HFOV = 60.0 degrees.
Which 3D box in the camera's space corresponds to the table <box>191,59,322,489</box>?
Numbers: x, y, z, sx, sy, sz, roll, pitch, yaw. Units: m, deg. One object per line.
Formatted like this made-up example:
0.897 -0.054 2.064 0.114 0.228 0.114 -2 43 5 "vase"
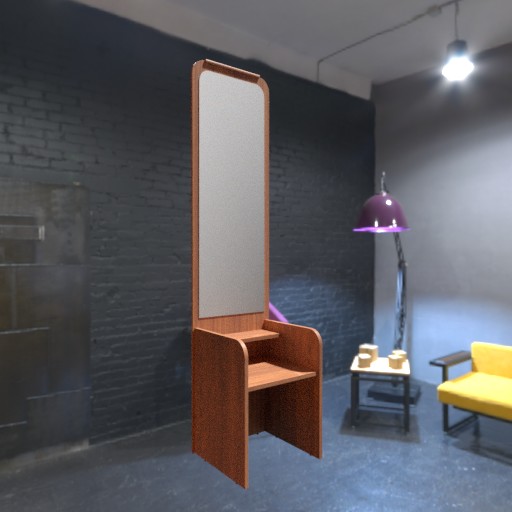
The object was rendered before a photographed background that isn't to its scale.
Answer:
0.000 0.000 2.019 0.450 1.830 0.420 0 1 -37 "table"
